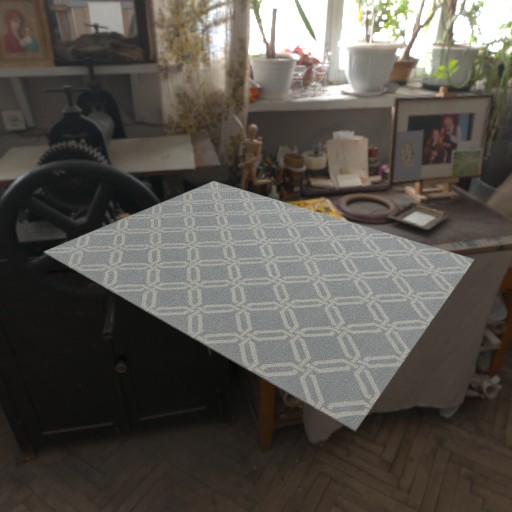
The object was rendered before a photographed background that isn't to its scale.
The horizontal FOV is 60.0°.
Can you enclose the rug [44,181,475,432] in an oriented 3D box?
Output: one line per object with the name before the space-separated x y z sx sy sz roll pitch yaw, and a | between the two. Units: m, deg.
rug | 0.000 0.000 4.259 3.353 0.013 2.438 22 37 32
